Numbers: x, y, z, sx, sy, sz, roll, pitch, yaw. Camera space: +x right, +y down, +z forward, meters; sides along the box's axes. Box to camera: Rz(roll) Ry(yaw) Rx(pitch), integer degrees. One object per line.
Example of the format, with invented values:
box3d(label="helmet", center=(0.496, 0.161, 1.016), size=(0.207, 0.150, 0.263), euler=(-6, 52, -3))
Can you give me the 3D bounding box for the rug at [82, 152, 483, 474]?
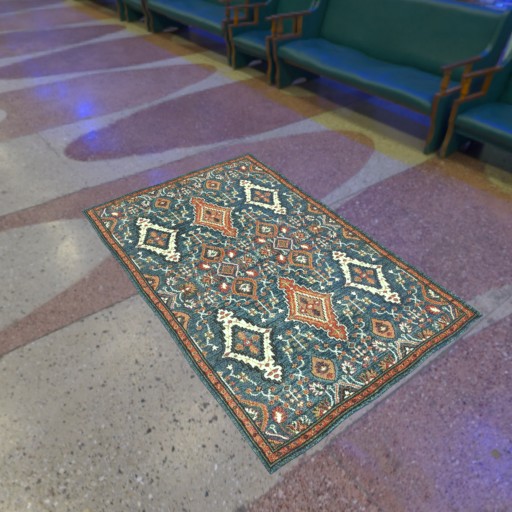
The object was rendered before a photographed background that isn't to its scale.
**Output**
box3d(label="rug", center=(0.000, 0.000, 4.151), size=(2.190, 0.008, 3.371), euler=(-25, 47, -26))
